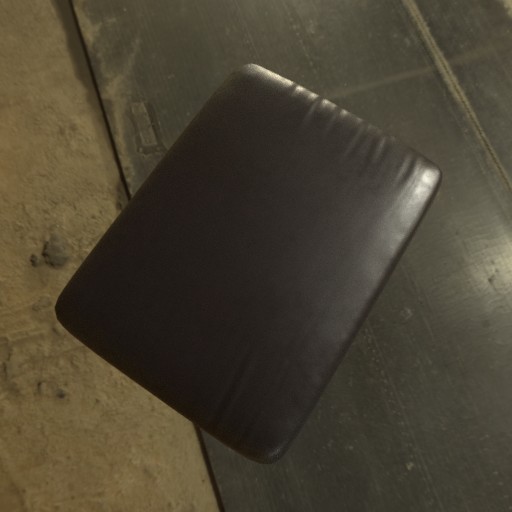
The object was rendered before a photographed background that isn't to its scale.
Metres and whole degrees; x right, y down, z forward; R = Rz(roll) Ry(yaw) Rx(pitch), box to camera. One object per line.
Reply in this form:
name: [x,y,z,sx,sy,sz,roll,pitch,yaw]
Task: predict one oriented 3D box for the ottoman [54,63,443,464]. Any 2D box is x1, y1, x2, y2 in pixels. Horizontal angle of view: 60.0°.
ottoman: [0.000,0.000,1.086,0.570,0.402,0.764,32,77,8]
